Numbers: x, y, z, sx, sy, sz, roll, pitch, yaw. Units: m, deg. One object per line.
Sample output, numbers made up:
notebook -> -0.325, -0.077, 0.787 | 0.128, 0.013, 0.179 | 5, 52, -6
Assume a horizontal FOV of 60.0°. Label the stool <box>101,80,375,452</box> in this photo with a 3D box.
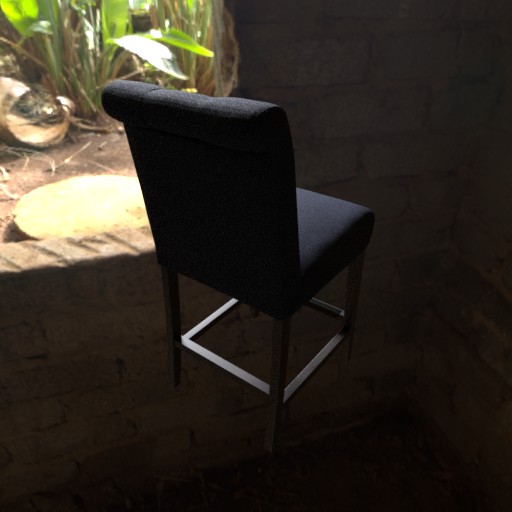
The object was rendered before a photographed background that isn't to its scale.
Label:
stool -> 0.000, 0.000, 1.321 | 0.493, 1.010, 0.601 | 21, 37, 31
